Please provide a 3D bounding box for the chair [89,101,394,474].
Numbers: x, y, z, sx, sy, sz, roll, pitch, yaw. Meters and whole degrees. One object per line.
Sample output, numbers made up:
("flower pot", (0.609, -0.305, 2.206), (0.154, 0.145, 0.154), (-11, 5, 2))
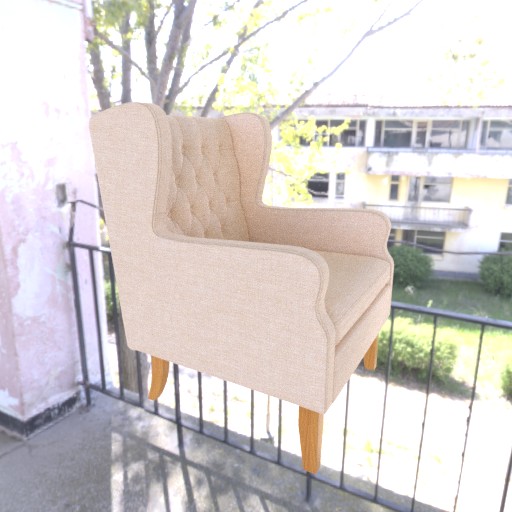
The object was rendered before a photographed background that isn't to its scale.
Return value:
("chair", (0.000, 0.000, 1.452), (0.760, 0.930, 0.710), (8, 17, 27))
